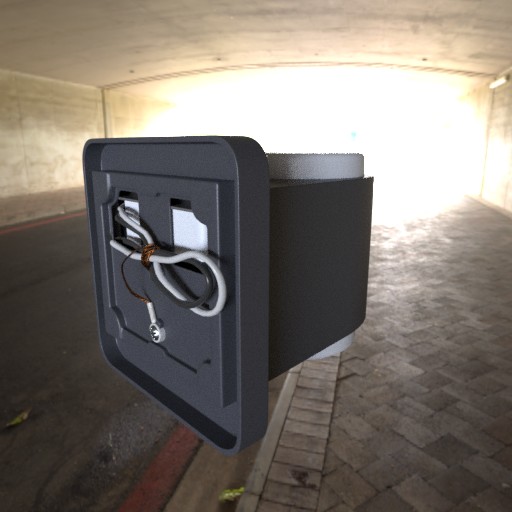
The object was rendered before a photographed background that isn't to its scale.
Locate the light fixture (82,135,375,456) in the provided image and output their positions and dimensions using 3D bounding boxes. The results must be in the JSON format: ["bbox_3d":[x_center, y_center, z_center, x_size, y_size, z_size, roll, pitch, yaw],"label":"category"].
[{"bbox_3d":[0.000,0.000,0.212,0.132,0.109,0.109,-13,19,-42],"label":"light fixture"}]
